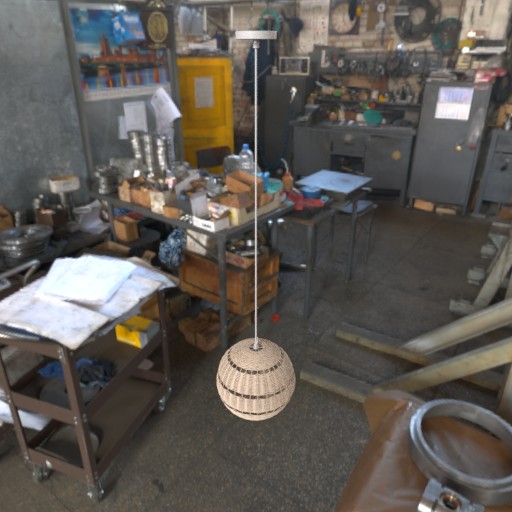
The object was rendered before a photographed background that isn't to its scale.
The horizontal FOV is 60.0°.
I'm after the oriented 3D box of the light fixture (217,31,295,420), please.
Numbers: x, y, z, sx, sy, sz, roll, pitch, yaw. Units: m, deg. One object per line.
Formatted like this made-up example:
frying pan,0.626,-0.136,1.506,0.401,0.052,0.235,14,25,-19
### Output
light fixture,0.000,0.000,2.233,0.457,2.019,0.457,1,25,2
